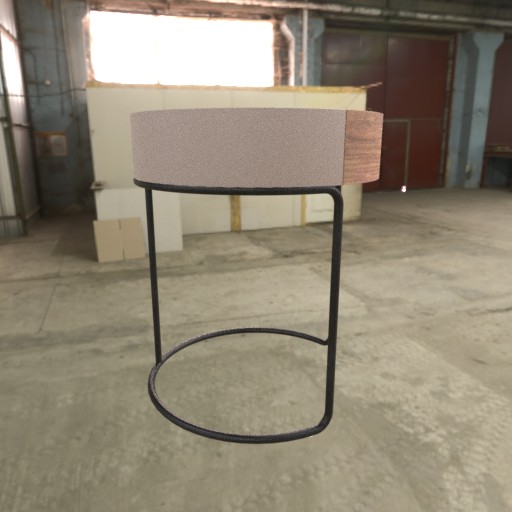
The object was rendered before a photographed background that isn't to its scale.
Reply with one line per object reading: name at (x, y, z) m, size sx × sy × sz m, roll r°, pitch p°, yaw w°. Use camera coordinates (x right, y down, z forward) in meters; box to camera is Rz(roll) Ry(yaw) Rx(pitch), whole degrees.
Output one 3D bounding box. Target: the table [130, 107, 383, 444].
table at (0.000, 0.000, 0.879) m, size 0.450 × 0.530 × 0.450 m, roll 0°, pitch 15°, yaw 0°
